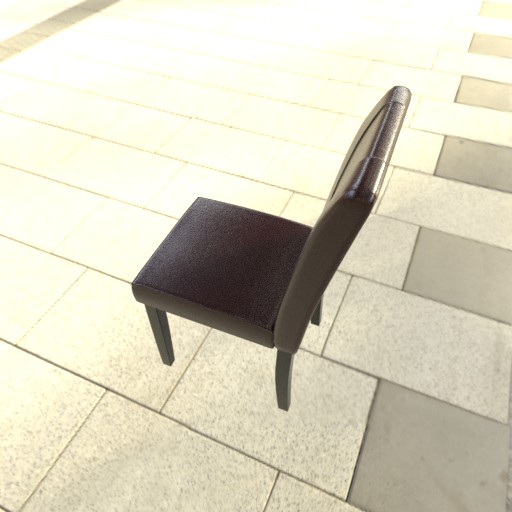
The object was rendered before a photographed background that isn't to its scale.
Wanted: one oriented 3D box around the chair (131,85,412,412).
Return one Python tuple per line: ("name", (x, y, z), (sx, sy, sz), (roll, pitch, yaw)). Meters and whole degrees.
("chair", (0.000, 0.000, 1.190), (0.556, 0.897, 0.399), (17, 49, 15))
